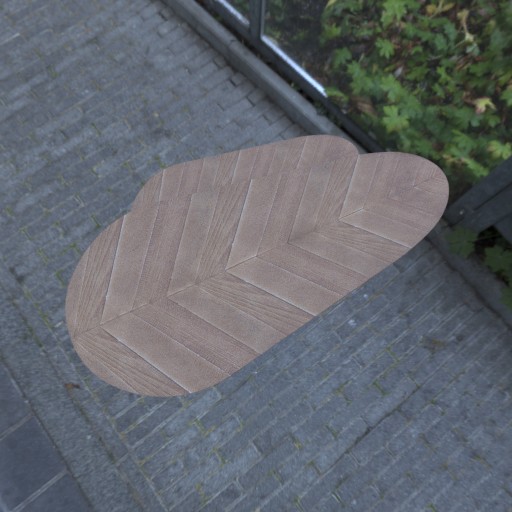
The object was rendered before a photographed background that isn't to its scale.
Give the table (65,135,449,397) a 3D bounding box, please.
[{"bbox_3d":[0.000,0.000,1.587,1.190,0.595,0.701,-24,77,-6],"label":"table"}]
